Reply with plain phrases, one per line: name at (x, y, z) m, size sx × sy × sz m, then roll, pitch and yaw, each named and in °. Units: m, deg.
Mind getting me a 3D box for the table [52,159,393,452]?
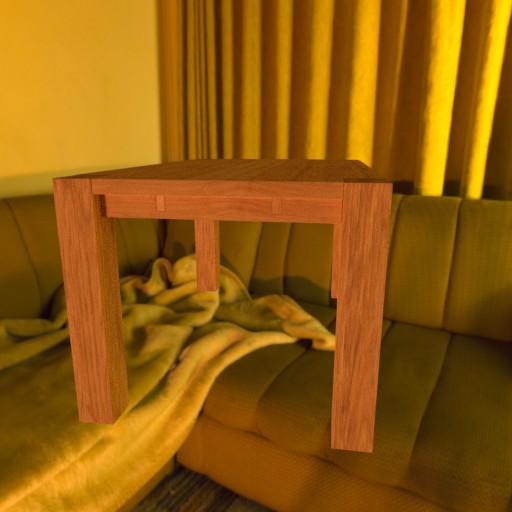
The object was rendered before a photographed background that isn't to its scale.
table at (0.000, 0.000, 1.900) m, size 0.900 × 0.760 × 1.400 m, roll 2°, pitch 15°, yaw 9°
